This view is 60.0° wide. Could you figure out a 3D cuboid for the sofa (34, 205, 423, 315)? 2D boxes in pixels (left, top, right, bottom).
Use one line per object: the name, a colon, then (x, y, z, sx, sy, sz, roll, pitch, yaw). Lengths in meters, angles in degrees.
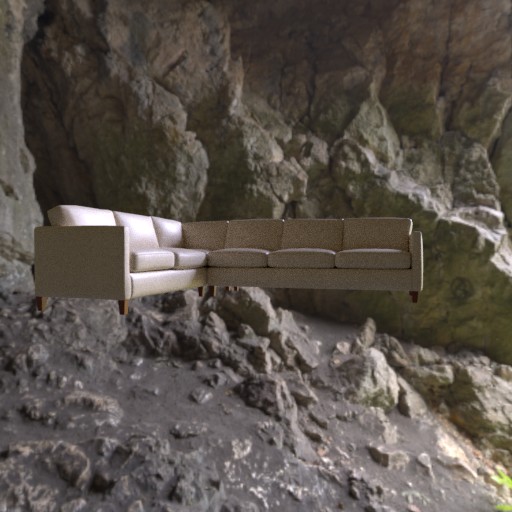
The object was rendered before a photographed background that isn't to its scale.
sofa: (0.000, 0.000, 4.573, 3.302, 0.947, 2.593, 0, 0, 17)
